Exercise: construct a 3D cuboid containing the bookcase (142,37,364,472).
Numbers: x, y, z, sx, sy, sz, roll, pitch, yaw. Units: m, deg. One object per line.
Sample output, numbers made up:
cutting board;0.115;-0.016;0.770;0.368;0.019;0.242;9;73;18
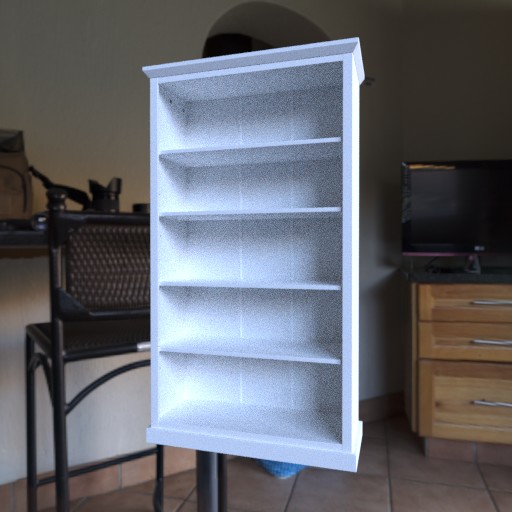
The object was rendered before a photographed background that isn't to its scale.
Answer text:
bookcase;0.000;0.000;2.266;1.050;1.880;0.432;0;1;17
